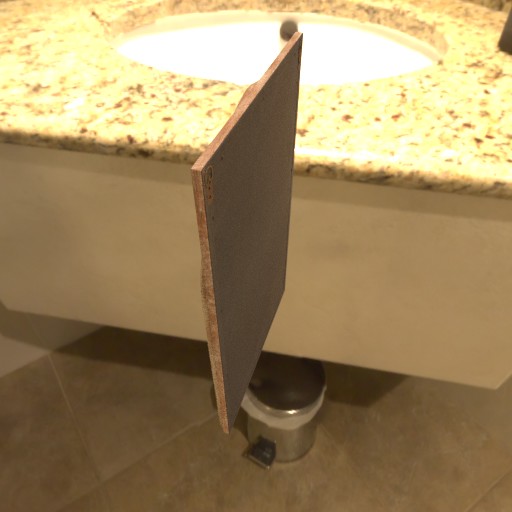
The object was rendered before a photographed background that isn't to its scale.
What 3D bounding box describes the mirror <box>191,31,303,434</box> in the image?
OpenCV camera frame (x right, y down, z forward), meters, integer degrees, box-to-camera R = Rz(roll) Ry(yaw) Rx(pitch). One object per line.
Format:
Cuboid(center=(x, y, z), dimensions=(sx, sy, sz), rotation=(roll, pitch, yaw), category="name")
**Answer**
Cuboid(center=(0.000, 0.000, 0.991), dimensions=(0.058, 0.787, 0.495), rotation=(14, 47, 13), category="mirror")
